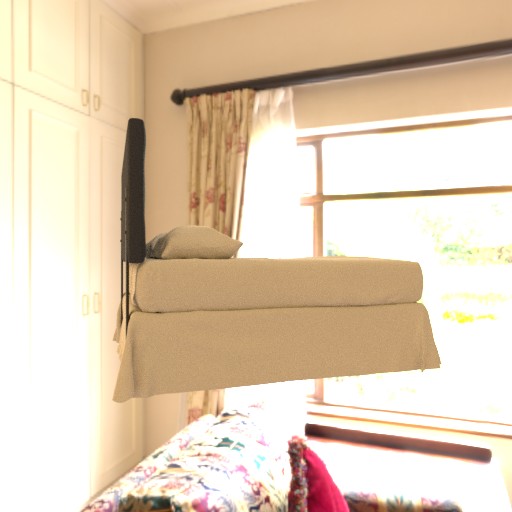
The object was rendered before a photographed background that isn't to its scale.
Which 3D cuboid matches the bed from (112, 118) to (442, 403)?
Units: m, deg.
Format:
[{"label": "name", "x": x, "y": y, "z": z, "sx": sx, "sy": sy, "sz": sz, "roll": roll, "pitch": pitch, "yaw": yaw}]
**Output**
[{"label": "bed", "x": 0.000, "y": 0.000, "z": 3.599, "sx": 2.222, "sy": 1.577, "sz": 1.936, "roll": 0, "pitch": 0, "yaw": -18}]
